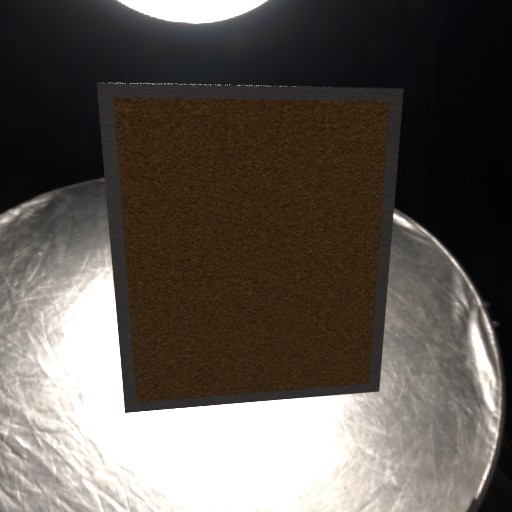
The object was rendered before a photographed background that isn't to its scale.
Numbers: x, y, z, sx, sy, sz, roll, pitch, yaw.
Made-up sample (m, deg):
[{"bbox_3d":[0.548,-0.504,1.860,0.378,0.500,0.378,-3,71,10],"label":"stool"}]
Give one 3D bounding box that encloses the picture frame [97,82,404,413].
[{"bbox_3d":[0.000,0.000,0.528,0.327,0.378,0.027,-2,15,-8],"label":"picture frame"}]
